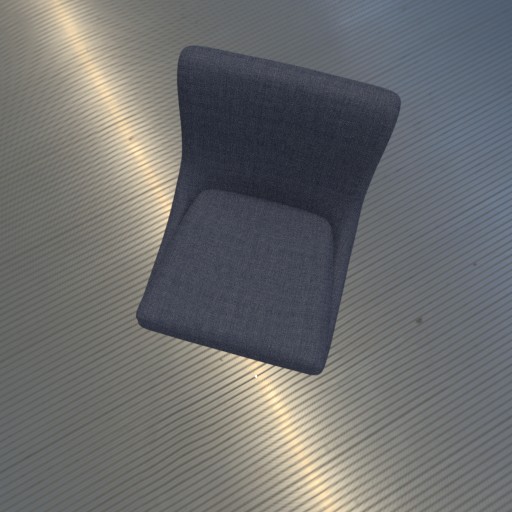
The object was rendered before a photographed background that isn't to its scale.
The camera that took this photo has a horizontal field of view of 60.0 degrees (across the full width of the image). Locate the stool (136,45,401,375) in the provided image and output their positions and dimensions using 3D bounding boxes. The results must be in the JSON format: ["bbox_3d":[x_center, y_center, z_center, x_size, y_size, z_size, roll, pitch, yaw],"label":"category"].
[{"bbox_3d":[0.000,0.000,1.174,0.467,0.895,0.524,15,75,4],"label":"stool"}]
